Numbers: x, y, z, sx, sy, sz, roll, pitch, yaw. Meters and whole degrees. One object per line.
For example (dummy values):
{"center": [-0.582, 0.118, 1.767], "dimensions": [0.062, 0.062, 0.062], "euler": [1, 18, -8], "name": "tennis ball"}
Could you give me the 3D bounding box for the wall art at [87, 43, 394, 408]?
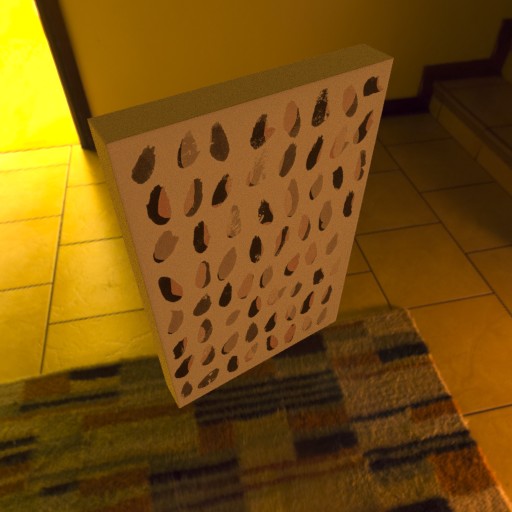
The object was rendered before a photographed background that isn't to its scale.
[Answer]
{"center": [0.000, 0.000, 0.479], "dimensions": [0.252, 0.381, 0.039], "euler": [-24, 51, -22], "name": "wall art"}
